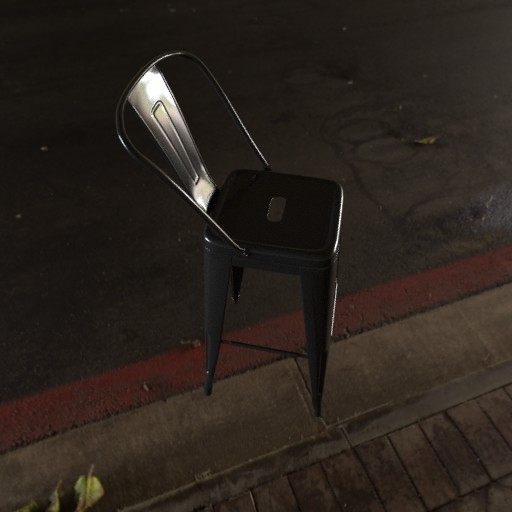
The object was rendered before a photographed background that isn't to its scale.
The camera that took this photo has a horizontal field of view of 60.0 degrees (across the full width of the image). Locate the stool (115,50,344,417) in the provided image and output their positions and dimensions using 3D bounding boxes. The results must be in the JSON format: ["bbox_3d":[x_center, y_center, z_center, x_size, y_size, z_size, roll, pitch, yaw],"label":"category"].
[{"bbox_3d":[0.000,0.000,1.279,0.528,1.022,0.432,9,47,8],"label":"stool"}]
